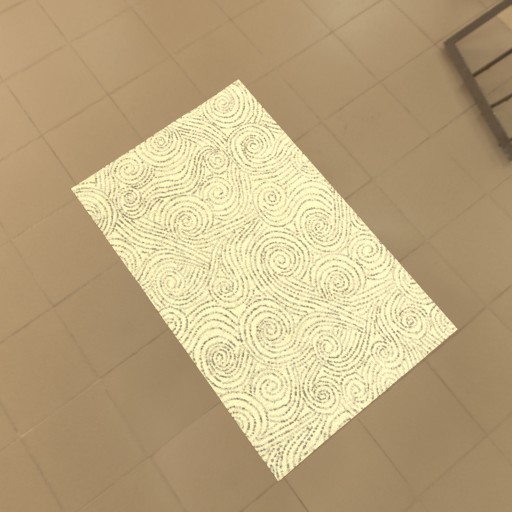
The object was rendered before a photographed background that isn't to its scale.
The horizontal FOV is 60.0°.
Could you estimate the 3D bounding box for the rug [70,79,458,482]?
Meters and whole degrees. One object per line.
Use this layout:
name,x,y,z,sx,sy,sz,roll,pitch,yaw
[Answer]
rug,0.000,0.000,3.081,1.524,0.005,2.439,-36,78,-9
